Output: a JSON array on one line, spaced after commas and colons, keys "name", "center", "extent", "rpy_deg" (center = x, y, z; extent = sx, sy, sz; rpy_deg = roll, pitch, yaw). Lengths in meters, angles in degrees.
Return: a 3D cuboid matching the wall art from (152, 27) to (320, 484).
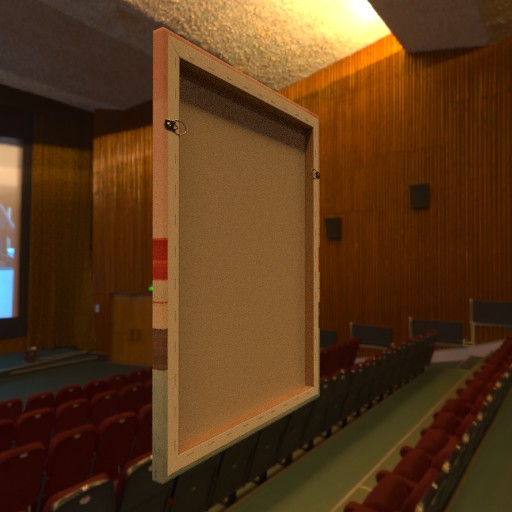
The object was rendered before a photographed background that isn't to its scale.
[{"name": "wall art", "center": [0.000, 0.000, 1.303], "extent": [0.039, 1.016, 0.761], "rpy_deg": [0, -1, 35]}]
